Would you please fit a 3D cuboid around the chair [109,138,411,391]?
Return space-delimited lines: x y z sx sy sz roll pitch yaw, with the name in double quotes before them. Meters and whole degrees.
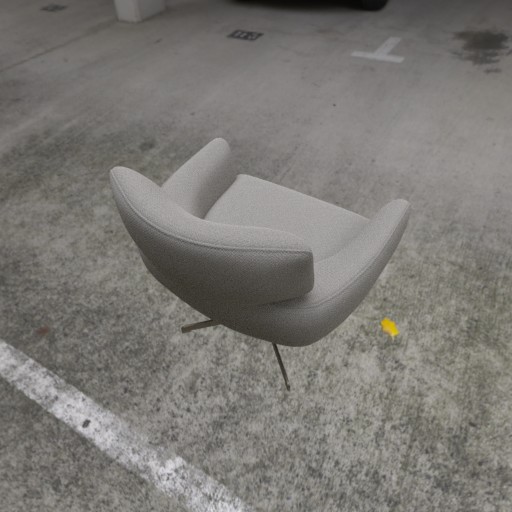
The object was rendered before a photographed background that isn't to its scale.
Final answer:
"chair" 0.000 0.000 1.422 0.760 0.810 0.730 24 51 21
